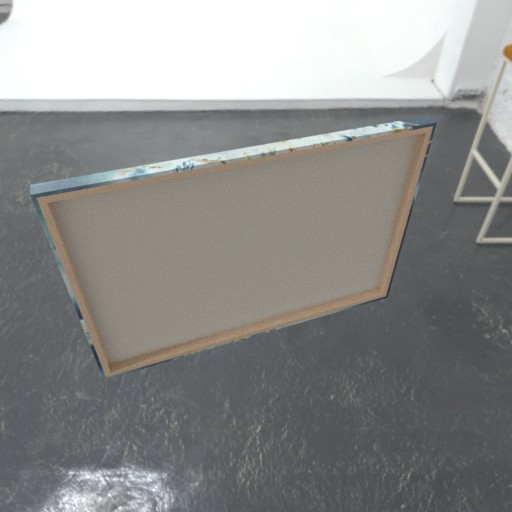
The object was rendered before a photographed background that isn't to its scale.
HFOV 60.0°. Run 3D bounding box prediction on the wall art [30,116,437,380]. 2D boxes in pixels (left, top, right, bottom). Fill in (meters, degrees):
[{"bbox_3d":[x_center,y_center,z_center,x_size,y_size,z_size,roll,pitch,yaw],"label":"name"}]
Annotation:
[{"bbox_3d":[0.000,0.000,1.159,0.912,0.608,0.038,-14,43,-15],"label":"wall art"}]
